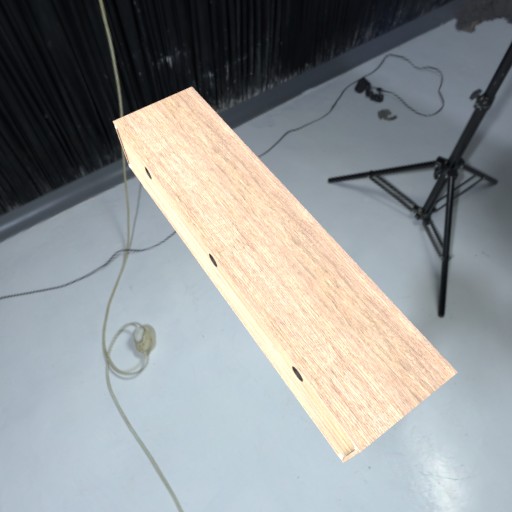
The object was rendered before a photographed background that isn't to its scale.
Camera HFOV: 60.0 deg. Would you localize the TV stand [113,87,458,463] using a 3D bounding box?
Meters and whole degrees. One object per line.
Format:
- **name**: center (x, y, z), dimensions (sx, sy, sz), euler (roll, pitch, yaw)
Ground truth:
- **TV stand**: center (0.000, 0.000, 1.690), dimensions (0.366, 0.409, 1.482), euler (-31, 64, -17)
